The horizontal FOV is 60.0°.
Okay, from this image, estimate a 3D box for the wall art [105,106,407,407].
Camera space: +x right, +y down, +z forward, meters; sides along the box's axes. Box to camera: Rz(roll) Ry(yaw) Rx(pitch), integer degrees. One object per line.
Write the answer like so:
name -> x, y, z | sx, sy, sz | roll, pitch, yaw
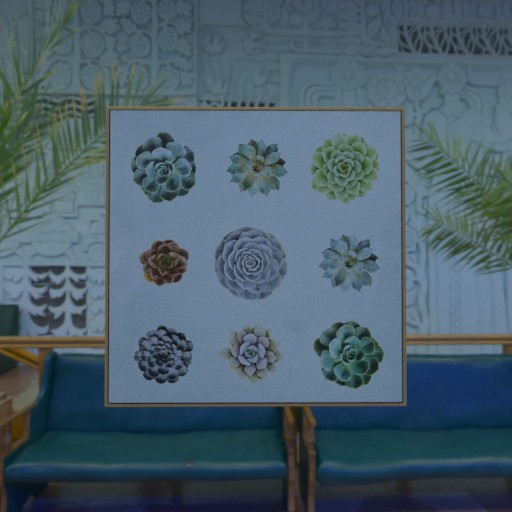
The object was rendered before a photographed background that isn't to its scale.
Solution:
wall art -> 0.000, 0.000, 0.679 | 0.457, 0.455, 0.013 | 0, -1, -1
